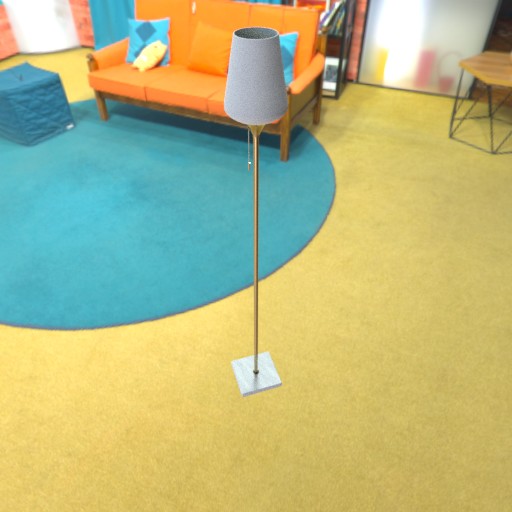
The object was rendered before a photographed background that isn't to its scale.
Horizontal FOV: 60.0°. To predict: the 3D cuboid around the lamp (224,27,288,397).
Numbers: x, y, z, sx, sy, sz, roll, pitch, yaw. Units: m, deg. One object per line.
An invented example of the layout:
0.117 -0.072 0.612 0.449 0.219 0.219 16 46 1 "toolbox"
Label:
0.000 0.000 1.955 0.232 1.813 0.229 -12 42 -14 "lamp"
